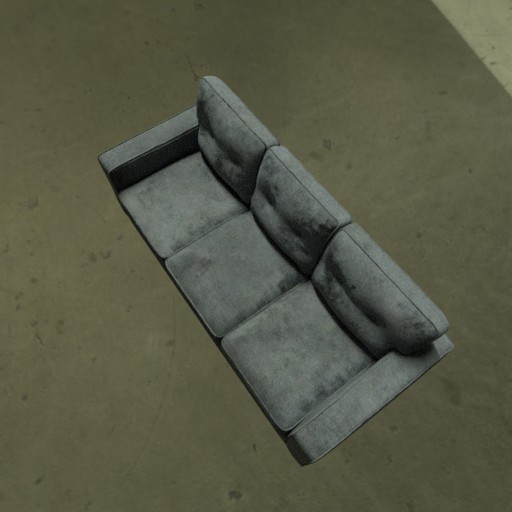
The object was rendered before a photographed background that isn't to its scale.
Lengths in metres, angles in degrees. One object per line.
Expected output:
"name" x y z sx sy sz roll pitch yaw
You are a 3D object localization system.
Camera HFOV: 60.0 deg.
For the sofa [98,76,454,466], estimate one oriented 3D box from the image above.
"sofa" 0.000 0.000 2.604 0.939 0.965 2.133 -33 68 -15
